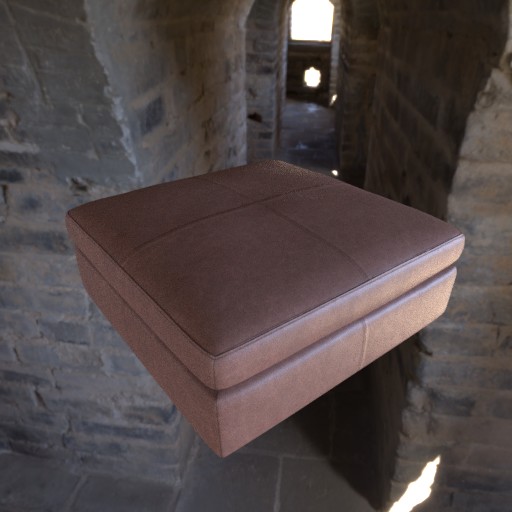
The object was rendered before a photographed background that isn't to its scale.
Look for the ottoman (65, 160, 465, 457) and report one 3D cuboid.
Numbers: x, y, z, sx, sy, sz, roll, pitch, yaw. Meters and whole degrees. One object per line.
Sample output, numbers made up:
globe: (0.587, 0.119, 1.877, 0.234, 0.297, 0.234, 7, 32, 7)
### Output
ottoman: (0.000, 0.000, 1.819, 1.168, 0.490, 1.168, -21, 35, -32)
